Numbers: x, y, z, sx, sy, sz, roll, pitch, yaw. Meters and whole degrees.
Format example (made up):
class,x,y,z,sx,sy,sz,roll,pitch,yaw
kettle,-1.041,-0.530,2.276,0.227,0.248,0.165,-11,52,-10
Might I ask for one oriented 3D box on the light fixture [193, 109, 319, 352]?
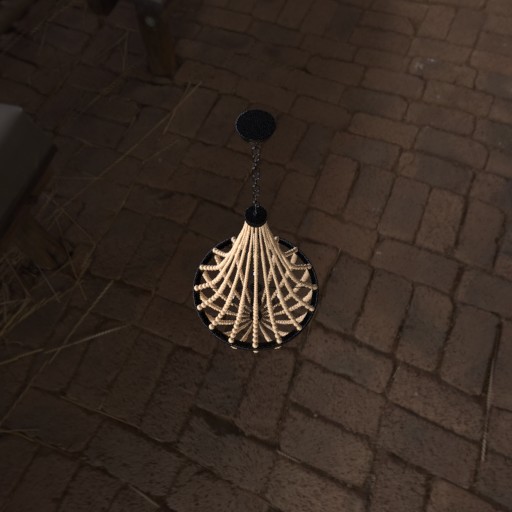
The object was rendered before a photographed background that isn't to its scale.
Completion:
class,x,y,z,sx,sy,sz,roll,pitch,yaw
light fixture,0.000,0.000,1.364,0.450,1.133,0.450,0,63,0
